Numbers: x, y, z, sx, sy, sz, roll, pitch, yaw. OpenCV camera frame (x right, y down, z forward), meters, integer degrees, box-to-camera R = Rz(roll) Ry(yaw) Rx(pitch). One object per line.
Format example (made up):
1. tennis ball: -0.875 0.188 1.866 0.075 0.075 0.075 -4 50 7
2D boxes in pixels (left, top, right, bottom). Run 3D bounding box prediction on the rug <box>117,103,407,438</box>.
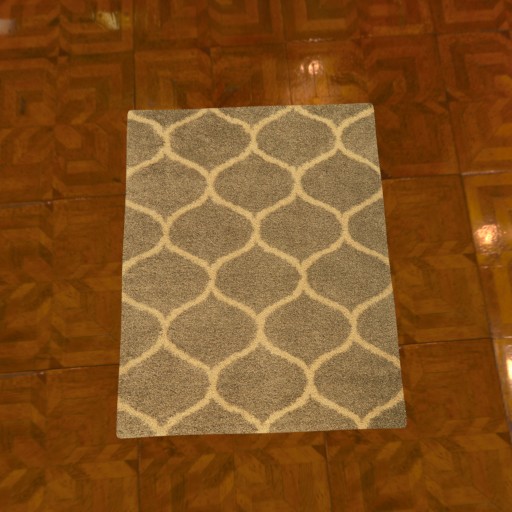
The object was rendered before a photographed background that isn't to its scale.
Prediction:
1. rug: 0.000 0.000 3.994 2.399 0.026 3.000 -2 77 0
